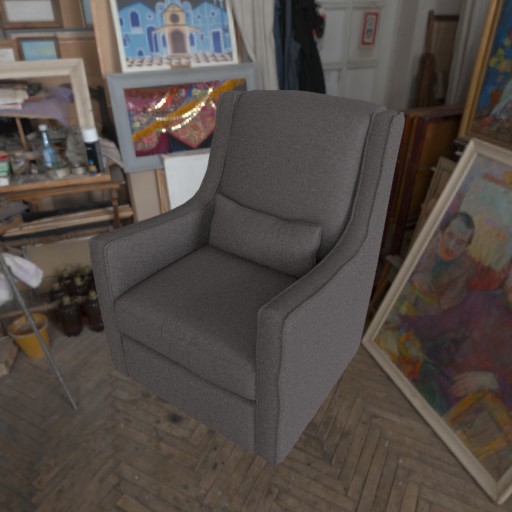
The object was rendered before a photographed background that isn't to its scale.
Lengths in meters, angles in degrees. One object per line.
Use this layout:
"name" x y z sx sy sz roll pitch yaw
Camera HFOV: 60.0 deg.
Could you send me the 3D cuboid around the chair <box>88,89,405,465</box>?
"chair" 0.000 0.000 1.571 0.732 0.993 0.879 19 36 28
